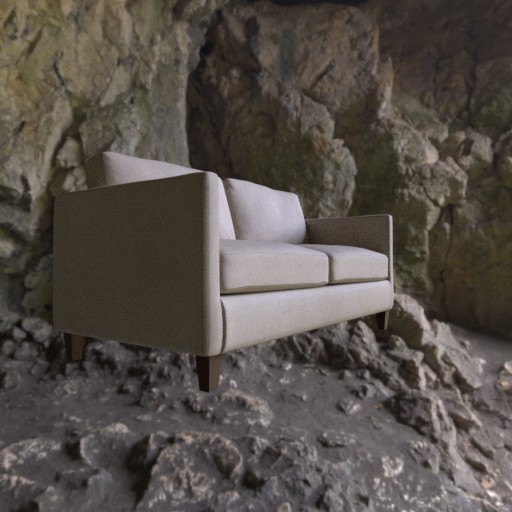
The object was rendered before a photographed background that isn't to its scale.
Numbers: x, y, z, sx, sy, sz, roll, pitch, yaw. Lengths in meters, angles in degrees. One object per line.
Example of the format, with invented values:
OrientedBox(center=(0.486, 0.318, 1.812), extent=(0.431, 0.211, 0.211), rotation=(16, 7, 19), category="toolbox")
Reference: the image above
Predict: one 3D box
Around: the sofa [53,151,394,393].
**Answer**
OrientedBox(center=(0.000, 0.000, 2.437), extent=(0.950, 0.940, 1.846), rotation=(0, -1, 36), category="sofa")
